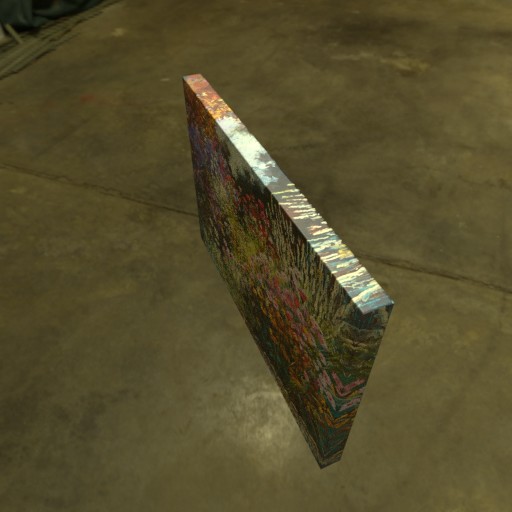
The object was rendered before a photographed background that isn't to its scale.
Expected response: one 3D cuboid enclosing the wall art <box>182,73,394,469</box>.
[{"bbox_3d":[0.000,0.000,0.780,0.037,0.406,0.610,-17,47,-16],"label":"wall art"}]
